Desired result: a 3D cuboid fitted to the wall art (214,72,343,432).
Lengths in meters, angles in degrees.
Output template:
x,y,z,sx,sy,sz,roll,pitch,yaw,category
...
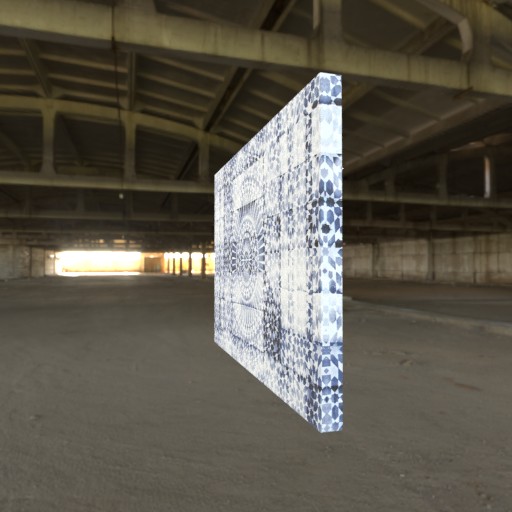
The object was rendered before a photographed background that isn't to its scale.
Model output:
x,y,z,sx,sy,sz,roll,pitch,yaw,category
0.000,0.000,0.792,0.030,0.406,0.608,0,-1,-17,wall art
